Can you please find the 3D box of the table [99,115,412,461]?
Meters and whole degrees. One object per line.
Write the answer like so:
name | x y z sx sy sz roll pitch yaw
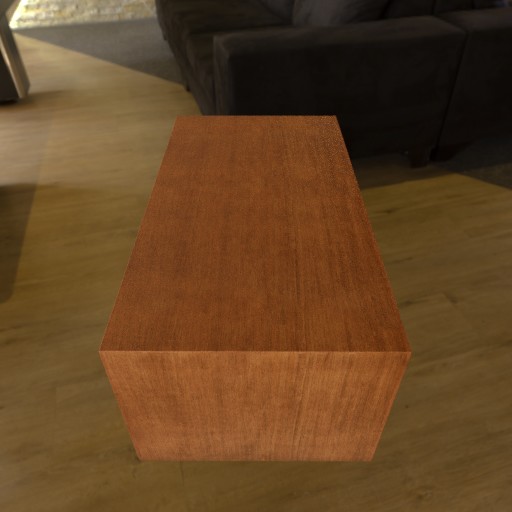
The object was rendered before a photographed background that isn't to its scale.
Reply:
table | 0.000 0.000 1.289 0.549 0.419 1.000 0 41 0
